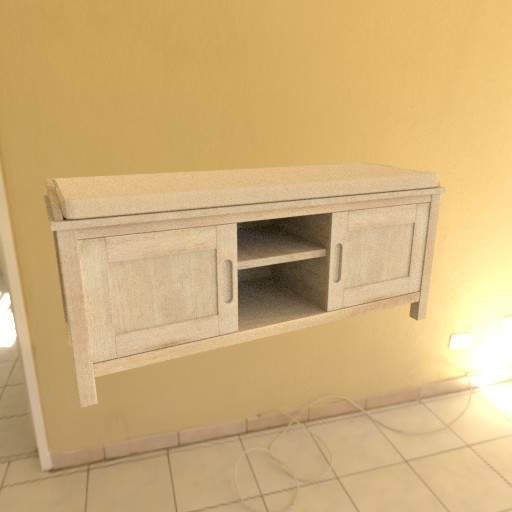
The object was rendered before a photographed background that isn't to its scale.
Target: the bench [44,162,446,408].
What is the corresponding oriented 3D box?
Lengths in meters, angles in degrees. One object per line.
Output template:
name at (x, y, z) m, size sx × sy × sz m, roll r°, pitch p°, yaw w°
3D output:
bench at (0.000, 0.000, 1.381) m, size 1.140 × 0.501 × 0.398 m, roll -8°, pitch 19°, yaw -25°
